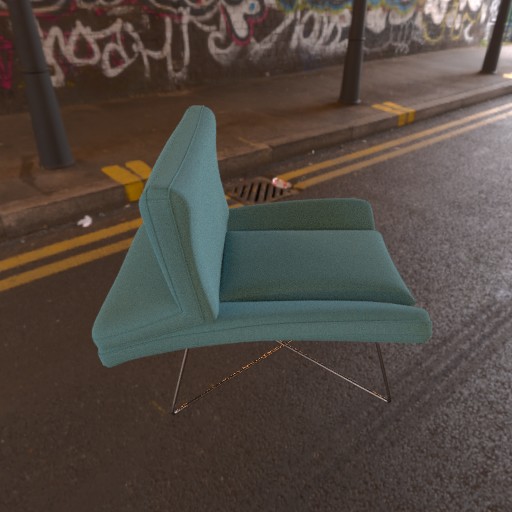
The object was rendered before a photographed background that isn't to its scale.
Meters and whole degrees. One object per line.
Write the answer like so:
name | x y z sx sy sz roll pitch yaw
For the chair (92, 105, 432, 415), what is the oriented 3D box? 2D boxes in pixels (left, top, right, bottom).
chair | 0.000 0.000 1.569 1.008 0.855 0.859 0 31 0
